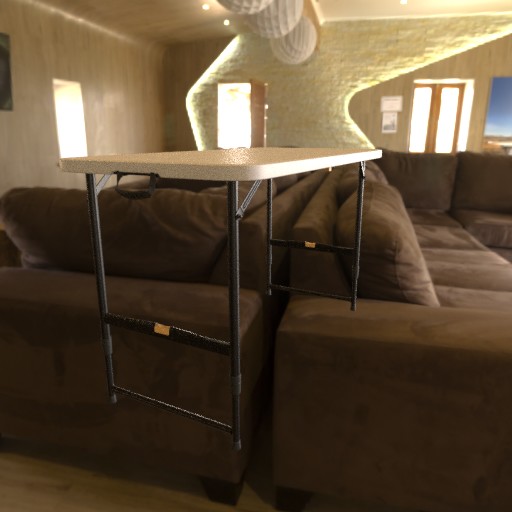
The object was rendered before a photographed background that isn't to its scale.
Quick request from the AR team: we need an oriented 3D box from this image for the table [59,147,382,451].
[{"bbox_3d":[0.000,0.000,1.621,0.611,0.737,1.245,8,17,27],"label":"table"}]
